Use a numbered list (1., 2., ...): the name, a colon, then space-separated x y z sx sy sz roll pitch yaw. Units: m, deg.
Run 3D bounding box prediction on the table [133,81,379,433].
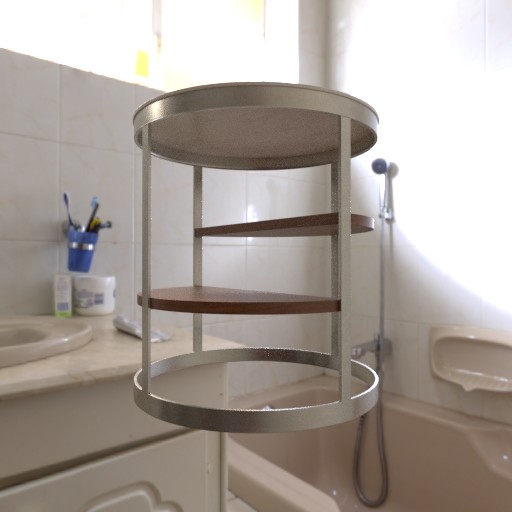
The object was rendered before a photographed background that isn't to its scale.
1. table: 0.000 0.000 0.757 0.407 0.447 0.407 0 0 0
